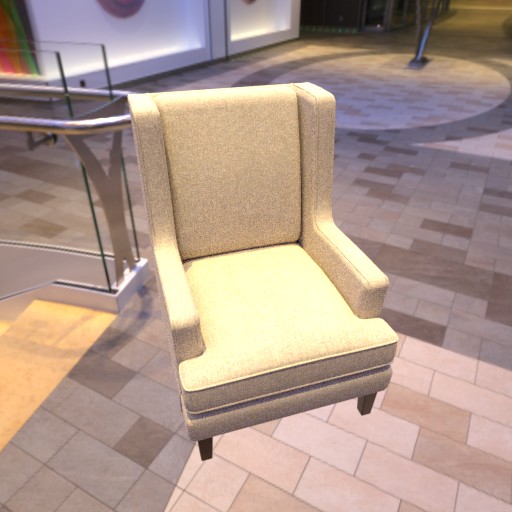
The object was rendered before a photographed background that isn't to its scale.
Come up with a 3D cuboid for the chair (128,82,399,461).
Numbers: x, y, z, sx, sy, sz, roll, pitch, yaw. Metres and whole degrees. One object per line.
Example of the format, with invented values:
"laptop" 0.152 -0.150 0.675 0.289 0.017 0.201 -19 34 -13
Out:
"chair" 0.000 0.000 1.722 0.764 1.082 0.948 -10 34 -15
